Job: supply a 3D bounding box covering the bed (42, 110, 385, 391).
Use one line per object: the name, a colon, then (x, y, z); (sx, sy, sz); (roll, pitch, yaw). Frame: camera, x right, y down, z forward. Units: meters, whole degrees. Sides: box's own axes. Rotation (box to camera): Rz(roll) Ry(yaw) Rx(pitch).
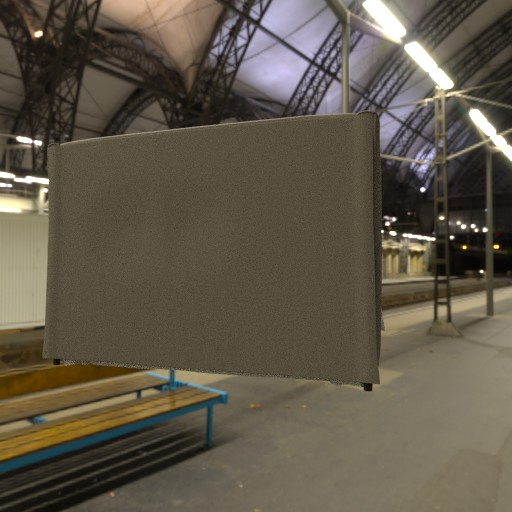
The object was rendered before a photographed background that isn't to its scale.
bed: (0.000, 0.000, 3.400); (1.925, 1.332, 2.276); (0, -1, 18)
